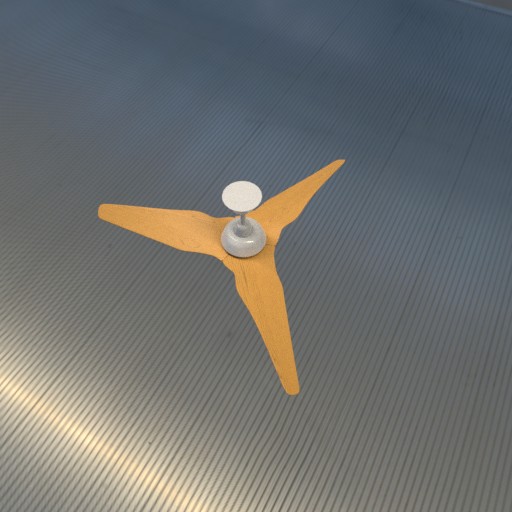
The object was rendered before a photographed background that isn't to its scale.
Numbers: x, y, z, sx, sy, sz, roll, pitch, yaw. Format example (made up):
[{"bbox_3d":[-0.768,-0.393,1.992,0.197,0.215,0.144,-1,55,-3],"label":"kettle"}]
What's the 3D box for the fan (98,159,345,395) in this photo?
[{"bbox_3d":[0.000,0.000,1.669,1.142,0.355,1.010,-14,58,-9],"label":"fan"}]
